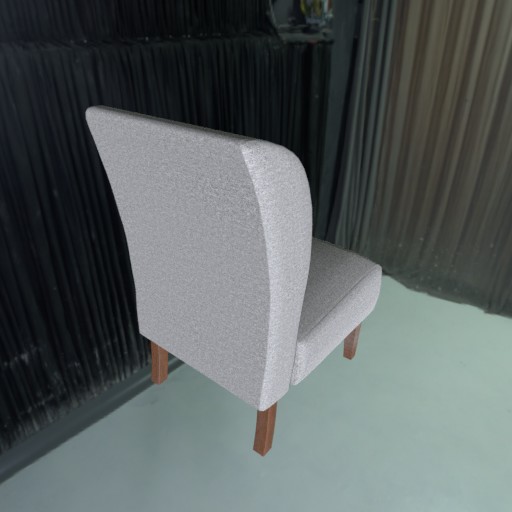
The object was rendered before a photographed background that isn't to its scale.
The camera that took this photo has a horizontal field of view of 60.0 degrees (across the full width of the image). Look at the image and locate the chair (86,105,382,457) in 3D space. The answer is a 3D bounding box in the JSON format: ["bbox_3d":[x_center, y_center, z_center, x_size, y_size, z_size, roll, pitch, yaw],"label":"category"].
[{"bbox_3d":[0.000,0.000,1.183,0.513,0.804,0.592,21,36,32],"label":"chair"}]
